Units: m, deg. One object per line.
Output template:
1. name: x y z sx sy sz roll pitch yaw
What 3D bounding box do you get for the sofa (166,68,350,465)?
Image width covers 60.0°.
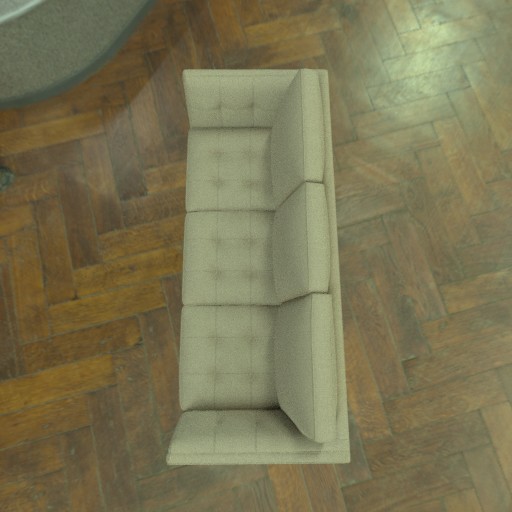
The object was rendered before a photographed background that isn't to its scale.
1. sofa: 0.000 0.000 2.884 0.965 0.940 2.388 0 75 0
